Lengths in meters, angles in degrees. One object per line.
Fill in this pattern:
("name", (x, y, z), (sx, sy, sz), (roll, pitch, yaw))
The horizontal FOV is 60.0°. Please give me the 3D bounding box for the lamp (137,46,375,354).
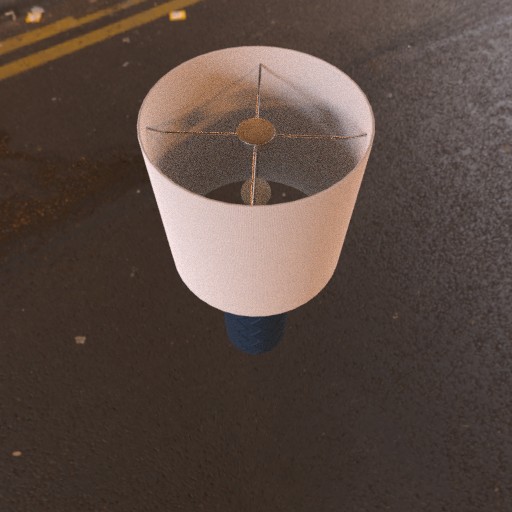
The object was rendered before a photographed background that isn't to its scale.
("lamp", (0.000, 0.000, 0.583), (0.207, 0.461, 0.207), (2, 58, 1))
